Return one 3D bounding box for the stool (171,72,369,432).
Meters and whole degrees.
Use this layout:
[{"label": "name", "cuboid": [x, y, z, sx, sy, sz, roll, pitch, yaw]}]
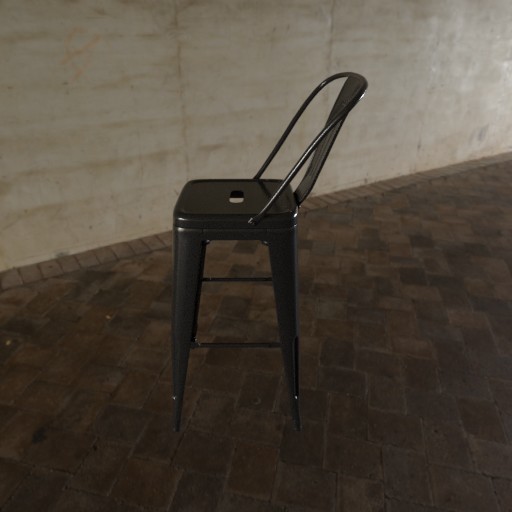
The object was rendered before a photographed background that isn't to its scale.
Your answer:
[{"label": "stool", "cuboid": [0.000, 0.000, 1.338, 0.528, 1.022, 0.432, 0, 27, 0]}]
